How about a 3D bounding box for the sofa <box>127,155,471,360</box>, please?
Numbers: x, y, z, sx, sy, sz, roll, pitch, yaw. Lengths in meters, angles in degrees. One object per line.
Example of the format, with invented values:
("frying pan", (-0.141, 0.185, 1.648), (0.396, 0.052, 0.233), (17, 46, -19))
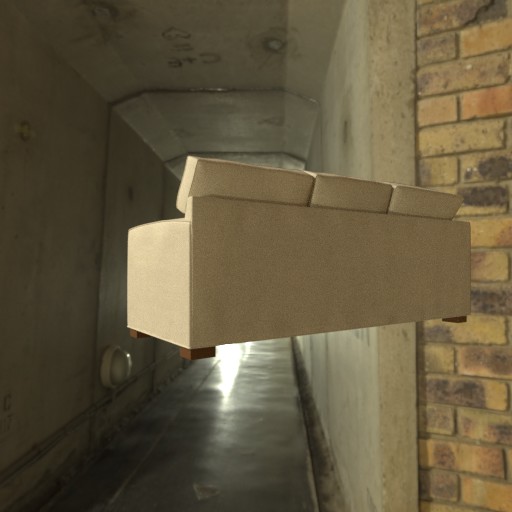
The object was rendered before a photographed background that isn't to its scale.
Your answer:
("sofa", (0.000, 0.000, 3.395), (2.189, 0.939, 2.182), (1, -1, -35))
